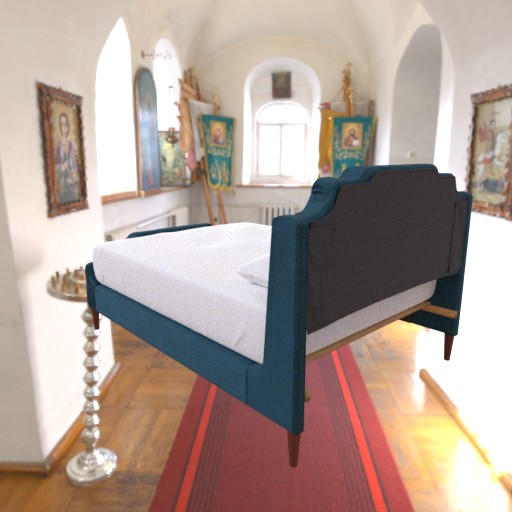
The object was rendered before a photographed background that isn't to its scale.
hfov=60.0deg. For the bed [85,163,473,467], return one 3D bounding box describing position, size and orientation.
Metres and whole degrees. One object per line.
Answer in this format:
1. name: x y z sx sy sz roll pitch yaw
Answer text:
1. bed: 0.000 0.000 3.225 1.676 1.351 2.322 -12 18 -41
